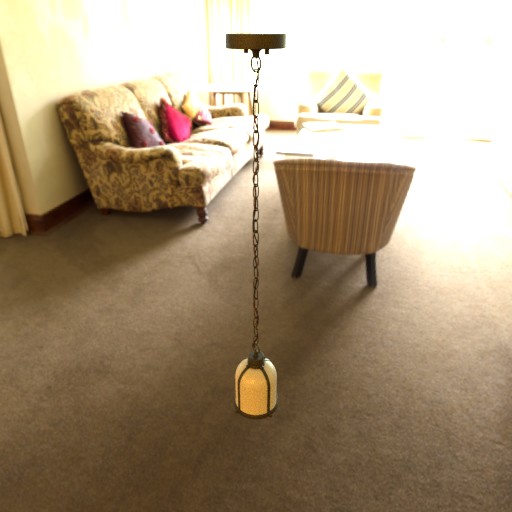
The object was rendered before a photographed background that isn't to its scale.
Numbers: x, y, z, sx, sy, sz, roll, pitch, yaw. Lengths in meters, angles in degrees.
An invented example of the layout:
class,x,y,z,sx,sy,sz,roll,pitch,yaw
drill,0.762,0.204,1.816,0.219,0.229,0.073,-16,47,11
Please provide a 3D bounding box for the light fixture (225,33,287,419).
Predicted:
class,x,y,z,sx,sy,sz,roll,pitch,yaw
light fixture,0.000,0.000,1.317,0.178,1.181,0.178,-19,33,-32
